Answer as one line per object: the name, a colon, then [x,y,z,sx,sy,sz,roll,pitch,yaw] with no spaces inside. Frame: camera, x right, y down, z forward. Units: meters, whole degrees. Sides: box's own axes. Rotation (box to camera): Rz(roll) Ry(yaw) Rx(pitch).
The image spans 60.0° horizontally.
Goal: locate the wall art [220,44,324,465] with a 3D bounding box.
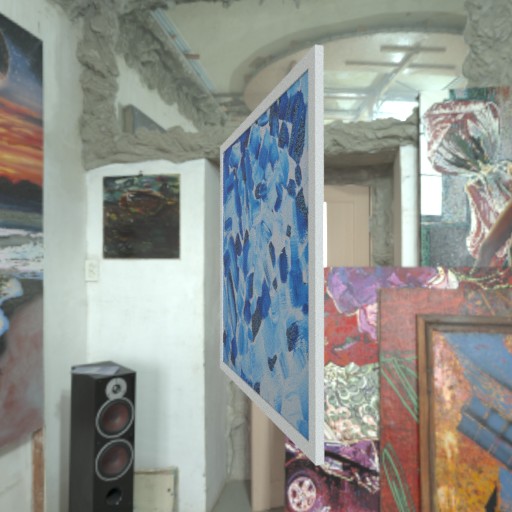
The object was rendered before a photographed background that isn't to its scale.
wall art: [0.000,0.000,1.012,0.015,0.660,0.660,0,-1,-18]
